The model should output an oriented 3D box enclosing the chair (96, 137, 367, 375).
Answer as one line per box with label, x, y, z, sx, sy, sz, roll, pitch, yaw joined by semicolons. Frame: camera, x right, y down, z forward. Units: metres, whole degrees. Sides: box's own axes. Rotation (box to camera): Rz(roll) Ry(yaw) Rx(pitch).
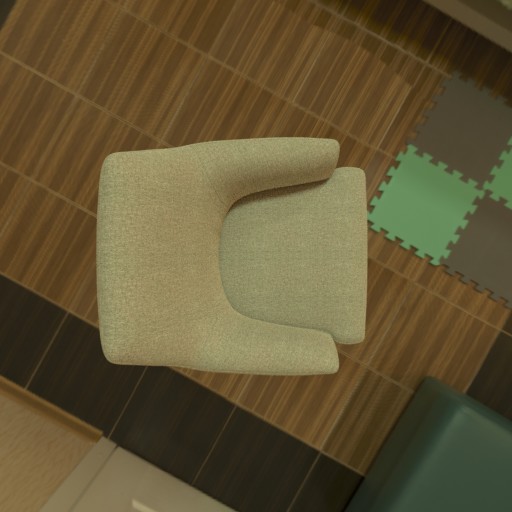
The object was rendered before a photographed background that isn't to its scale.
chair;0.000;0.000;1.349;0.677;0.874;0.642;0;91;0
